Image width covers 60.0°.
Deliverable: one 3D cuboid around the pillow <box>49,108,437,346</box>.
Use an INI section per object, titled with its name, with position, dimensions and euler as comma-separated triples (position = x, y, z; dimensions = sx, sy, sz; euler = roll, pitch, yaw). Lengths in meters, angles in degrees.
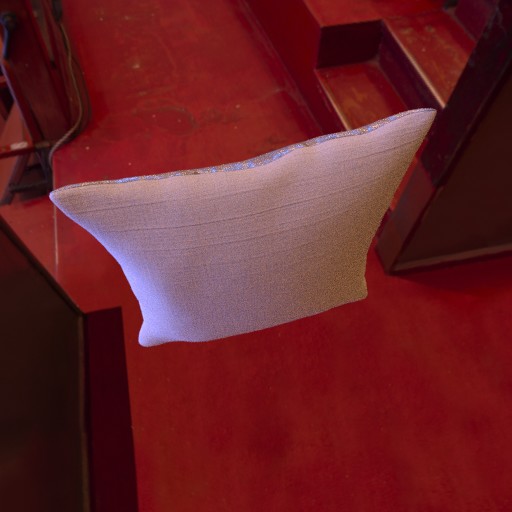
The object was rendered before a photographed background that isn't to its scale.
[pillow]
position = 0.000, 0.000, 0.705
dimensions = 0.470, 0.464, 0.175
euler = -13, 59, -8
